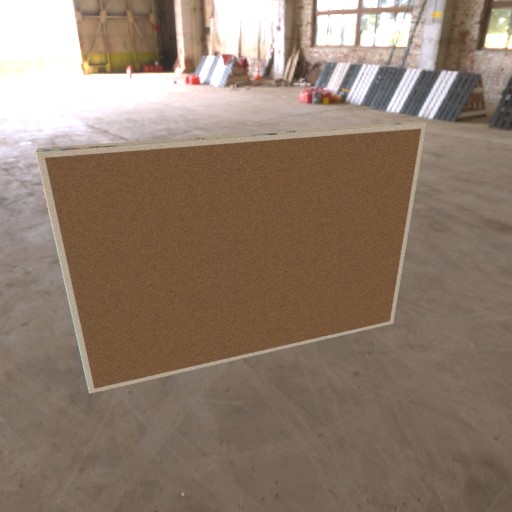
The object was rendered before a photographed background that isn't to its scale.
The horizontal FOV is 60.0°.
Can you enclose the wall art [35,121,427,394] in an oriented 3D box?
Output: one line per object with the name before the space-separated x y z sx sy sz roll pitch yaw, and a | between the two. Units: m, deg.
wall art | 0.000 0.000 1.419 1.136 0.769 0.040 -9 28 -18
